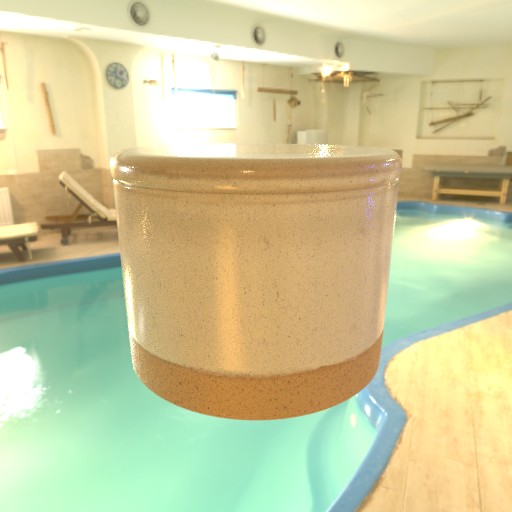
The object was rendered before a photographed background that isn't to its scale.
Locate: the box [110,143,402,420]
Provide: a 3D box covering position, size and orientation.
[{"bbox_3d":[0.000,0.000,0.260,0.154,0.123,0.154,0,16,0],"label":"box"}]
